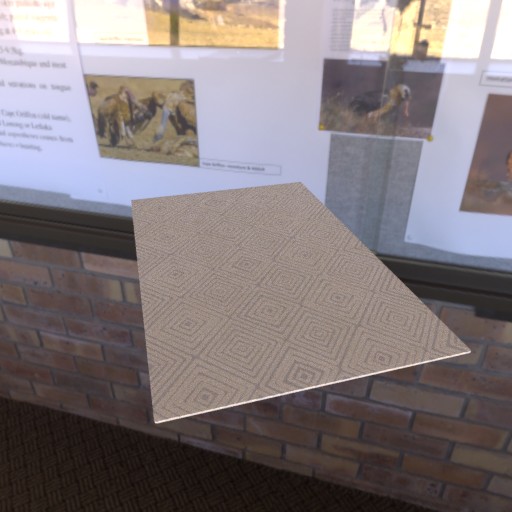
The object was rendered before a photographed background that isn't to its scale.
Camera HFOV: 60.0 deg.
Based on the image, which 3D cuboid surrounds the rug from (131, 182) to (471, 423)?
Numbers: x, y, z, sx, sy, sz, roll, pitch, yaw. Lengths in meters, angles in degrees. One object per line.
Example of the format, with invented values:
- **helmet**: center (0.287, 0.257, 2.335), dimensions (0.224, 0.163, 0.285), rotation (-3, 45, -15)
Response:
- **rug**: center (0.000, 0.000, 2.214), dimensions (1.143, 0.008, 1.753), rotation (-8, 32, -14)
